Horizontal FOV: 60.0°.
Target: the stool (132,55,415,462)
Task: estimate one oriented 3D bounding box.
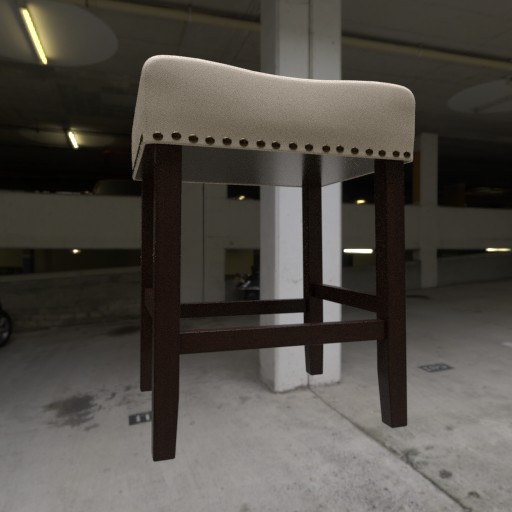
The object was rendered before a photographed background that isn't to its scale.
[{"bbox_3d":[0.000,0.000,0.899,0.471,0.609,0.401,0,1,-18],"label":"stool"}]
